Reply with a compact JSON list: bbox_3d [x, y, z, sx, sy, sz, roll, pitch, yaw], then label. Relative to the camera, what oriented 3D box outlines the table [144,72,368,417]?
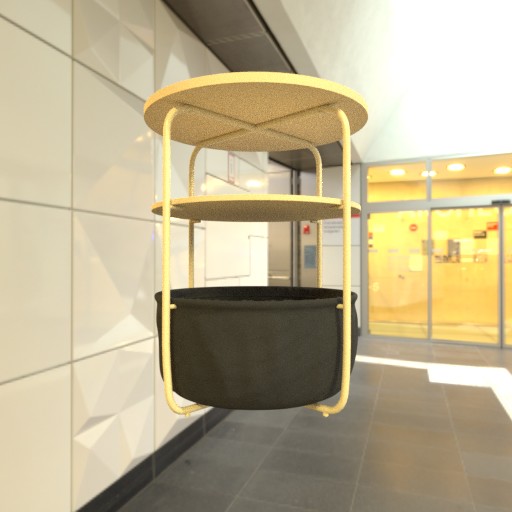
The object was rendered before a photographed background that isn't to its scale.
[{"bbox_3d":[0.000,0.000,0.850,0.418,0.532,0.418,0,0,0],"label":"table"}]
